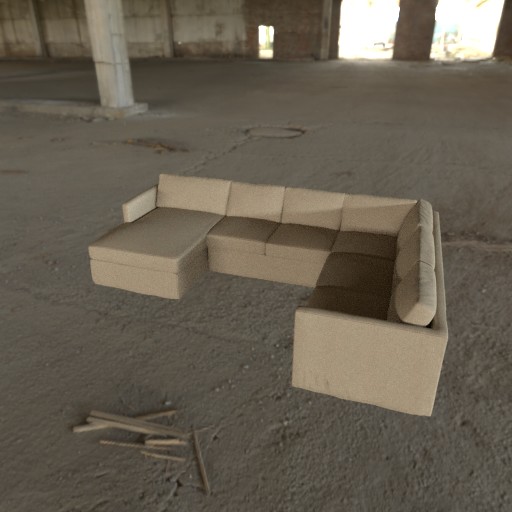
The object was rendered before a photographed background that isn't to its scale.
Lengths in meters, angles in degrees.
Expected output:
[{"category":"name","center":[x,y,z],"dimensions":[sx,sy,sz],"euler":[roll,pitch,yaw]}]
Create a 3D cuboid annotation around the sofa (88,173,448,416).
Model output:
[{"category":"sofa","center":[0.000,0.000,4.489],"dimensions":[3.528,0.878,2.476],"euler":[9,28,17]}]
